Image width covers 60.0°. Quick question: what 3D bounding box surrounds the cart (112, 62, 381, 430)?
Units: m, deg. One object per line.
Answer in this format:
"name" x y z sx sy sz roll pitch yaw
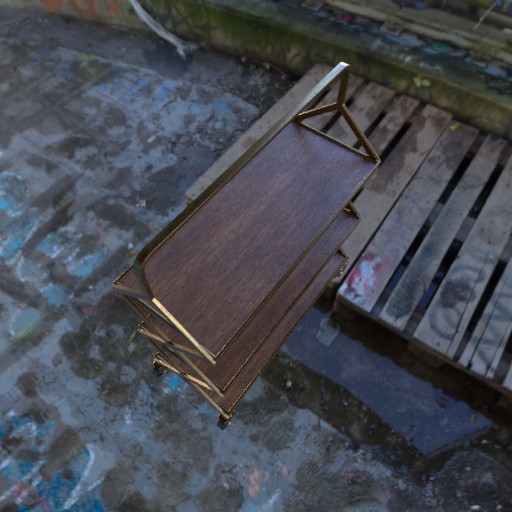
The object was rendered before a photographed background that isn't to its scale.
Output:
"cart" 0.000 0.000 1.203 0.313 0.805 0.723 33 63 19
